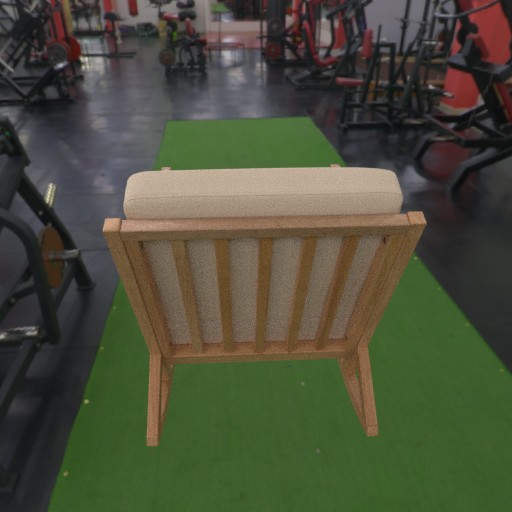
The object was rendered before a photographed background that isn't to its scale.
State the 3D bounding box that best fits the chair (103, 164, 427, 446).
[{"bbox_3d":[0.000,0.000,1.376,0.622,0.790,0.857,-2,31,-3],"label":"chair"}]
